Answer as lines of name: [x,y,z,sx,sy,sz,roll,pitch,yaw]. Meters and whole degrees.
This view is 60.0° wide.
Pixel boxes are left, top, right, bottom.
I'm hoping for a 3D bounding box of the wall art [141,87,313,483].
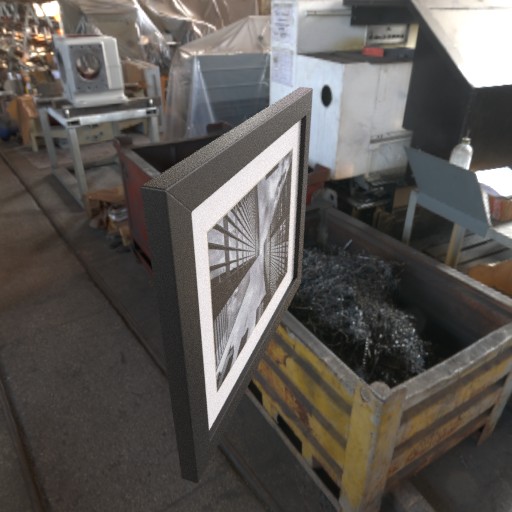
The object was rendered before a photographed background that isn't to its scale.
wall art: [0.000,0.000,0.756,0.031,0.457,0.558,11,32,18]
